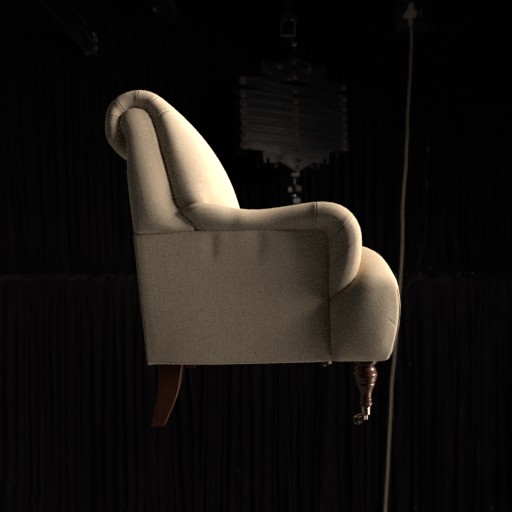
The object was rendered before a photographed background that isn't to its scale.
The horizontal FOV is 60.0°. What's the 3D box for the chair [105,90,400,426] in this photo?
[{"bbox_3d":[0.000,0.000,1.559,0.842,0.944,0.766,0,1,0],"label":"chair"}]
